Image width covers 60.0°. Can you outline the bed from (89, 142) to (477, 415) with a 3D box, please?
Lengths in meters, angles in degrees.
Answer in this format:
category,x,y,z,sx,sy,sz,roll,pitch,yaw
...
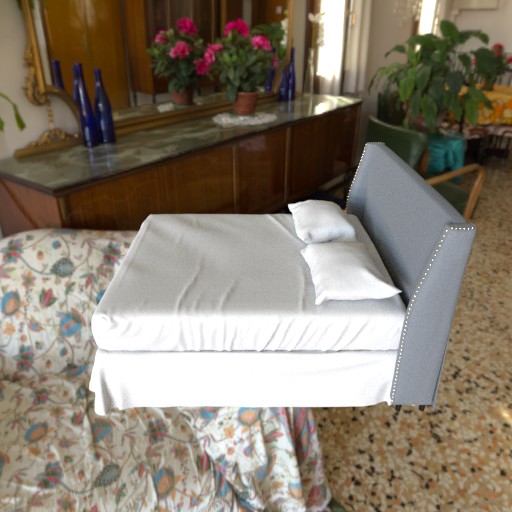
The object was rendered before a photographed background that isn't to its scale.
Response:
category,x,y,z,sx,sy,sz,roll,pitch,yaw
bed,0.000,0.000,3.384,2.276,1.332,1.925,0,27,0
